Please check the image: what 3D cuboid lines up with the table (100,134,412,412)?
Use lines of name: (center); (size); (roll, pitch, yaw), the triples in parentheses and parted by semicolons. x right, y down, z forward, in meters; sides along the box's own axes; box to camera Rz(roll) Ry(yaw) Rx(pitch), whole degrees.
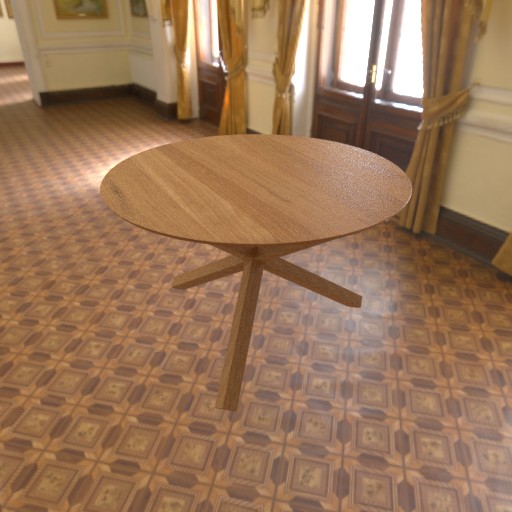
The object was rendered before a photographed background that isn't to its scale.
table: (0.000, 0.000, 1.707); (1.038, 0.666, 1.038); (0, 30, 0)
